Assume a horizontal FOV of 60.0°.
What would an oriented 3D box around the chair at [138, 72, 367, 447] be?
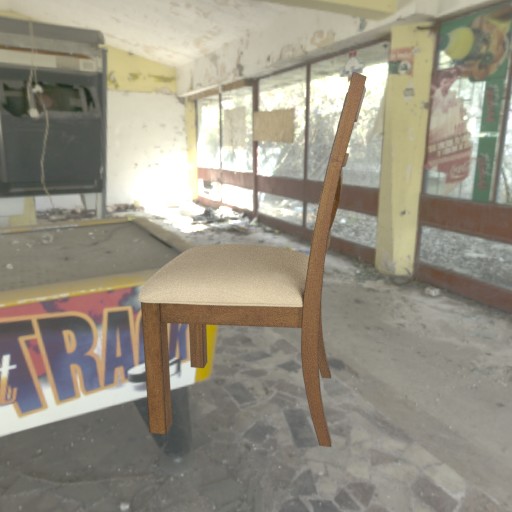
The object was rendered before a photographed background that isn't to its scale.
[{"bbox_3d":[0.000,0.000,1.315,0.581,0.949,0.461,2,14,9],"label":"chair"}]
